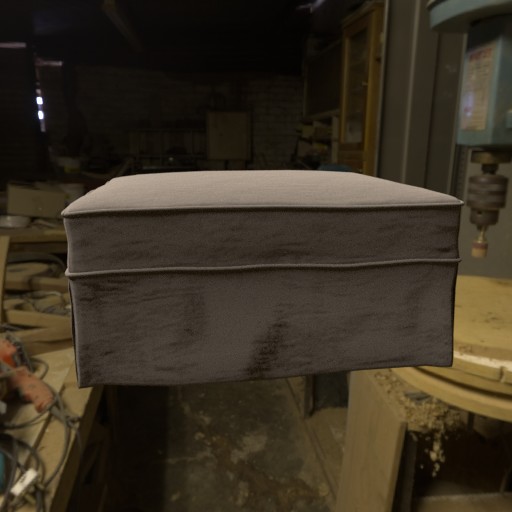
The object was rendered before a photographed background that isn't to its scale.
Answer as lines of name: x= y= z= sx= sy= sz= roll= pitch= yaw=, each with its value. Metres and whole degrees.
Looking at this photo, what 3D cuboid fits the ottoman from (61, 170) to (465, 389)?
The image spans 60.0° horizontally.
ottoman: x=0.000 y=0.000 z=1.305 sx=0.944 sy=0.479 sz=0.703 roll=-2 pitch=15 yaw=-8
